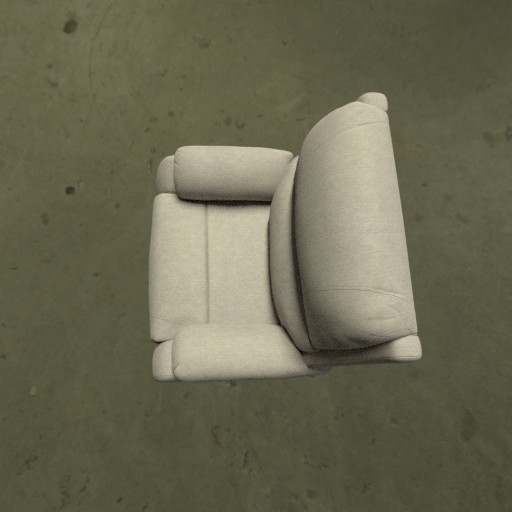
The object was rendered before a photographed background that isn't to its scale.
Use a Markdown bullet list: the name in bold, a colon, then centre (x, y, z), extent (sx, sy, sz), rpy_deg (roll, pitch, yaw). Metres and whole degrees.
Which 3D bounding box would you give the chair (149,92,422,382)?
- **chair**: centre (0.000, 0.000, 1.724), extent (0.899, 1.011, 0.930), rpy_deg (-2, 74, -1)
